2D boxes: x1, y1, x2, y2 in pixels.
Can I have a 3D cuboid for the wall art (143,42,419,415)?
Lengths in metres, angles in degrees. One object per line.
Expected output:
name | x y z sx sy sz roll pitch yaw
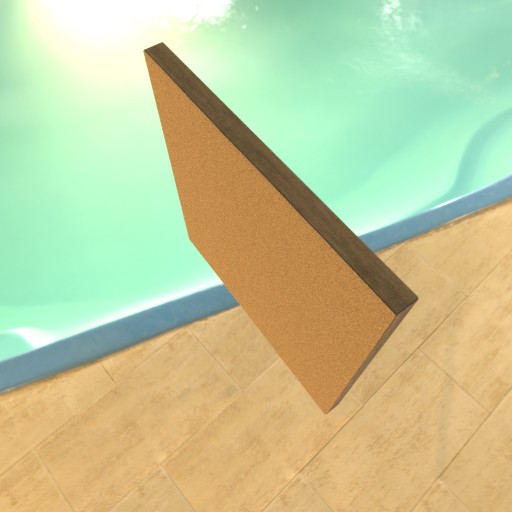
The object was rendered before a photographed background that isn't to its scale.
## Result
wall art | 0.000 0.000 1.120 0.050 0.751 0.749 -32 65 -17
